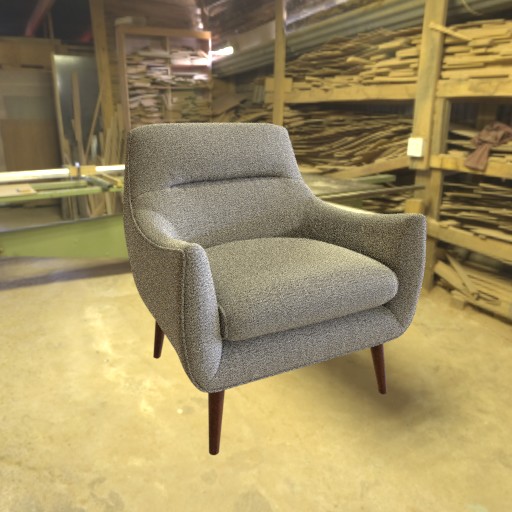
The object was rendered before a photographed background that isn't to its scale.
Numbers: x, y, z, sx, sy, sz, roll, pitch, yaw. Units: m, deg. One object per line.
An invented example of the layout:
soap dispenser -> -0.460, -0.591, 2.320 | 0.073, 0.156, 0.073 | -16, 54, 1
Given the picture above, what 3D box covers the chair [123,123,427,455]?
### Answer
chair -> 0.000, 0.000, 1.464 | 0.762, 0.838, 0.787 | -9, 19, -26
